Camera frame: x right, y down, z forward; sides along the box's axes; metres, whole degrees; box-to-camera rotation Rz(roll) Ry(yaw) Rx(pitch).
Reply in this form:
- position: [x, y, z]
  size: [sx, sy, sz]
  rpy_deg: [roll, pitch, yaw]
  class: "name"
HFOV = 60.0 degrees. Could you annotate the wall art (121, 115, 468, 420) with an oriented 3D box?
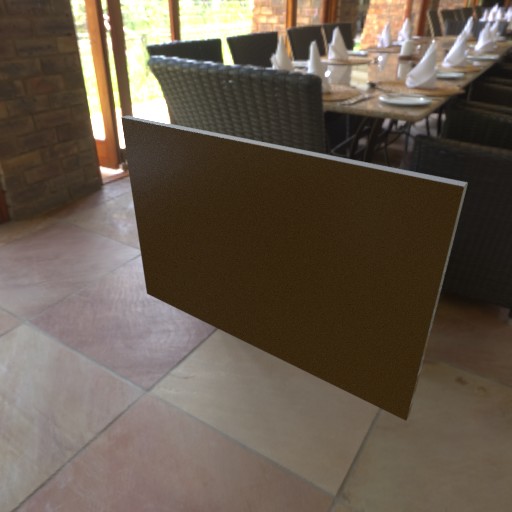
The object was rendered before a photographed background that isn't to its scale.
- position: [0.000, 0.000, 1.185]
  size: [0.932, 0.610, 0.027]
  rpy_deg: [20, 35, 31]
  class: "wall art"
